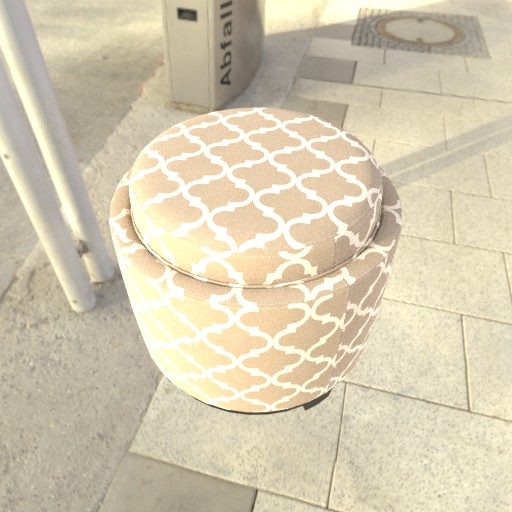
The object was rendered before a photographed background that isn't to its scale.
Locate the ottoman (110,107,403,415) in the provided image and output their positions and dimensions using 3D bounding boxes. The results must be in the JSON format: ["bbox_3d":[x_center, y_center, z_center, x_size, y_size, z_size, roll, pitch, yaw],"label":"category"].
[{"bbox_3d":[0.000,0.000,0.832,0.480,0.429,0.480,0,45,0],"label":"ottoman"}]
